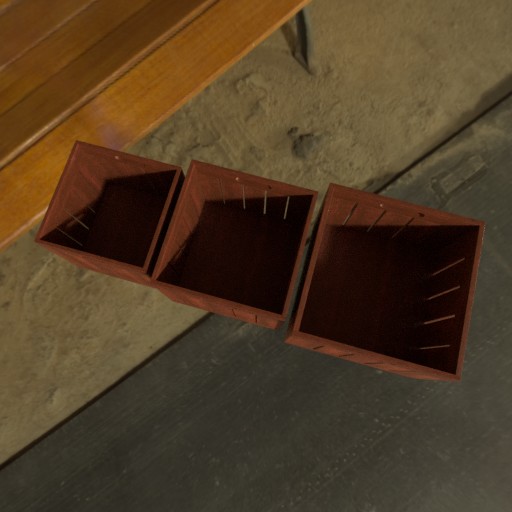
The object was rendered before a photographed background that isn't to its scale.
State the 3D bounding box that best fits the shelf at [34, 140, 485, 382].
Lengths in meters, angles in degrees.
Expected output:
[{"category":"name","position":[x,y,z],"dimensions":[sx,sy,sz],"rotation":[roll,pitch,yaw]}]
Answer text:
[{"category":"shelf","position":[0.000,0.000,1.230],"dimensions":[1.064,0.311,0.393],"rotation":[15,76,4]}]
